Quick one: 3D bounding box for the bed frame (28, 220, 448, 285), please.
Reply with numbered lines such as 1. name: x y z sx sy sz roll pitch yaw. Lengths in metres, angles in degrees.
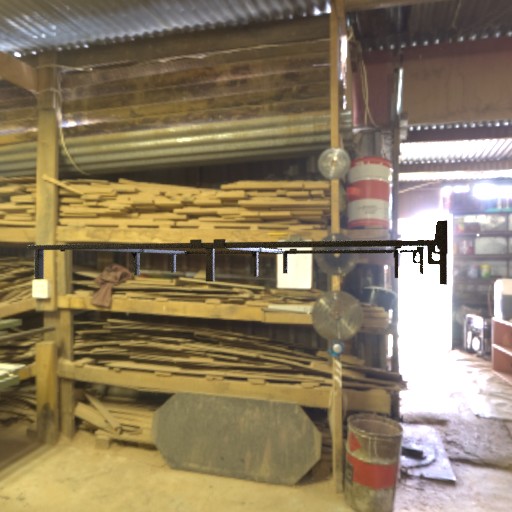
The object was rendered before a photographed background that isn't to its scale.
1. bed frame: 0.000 0.000 2.685 1.990 0.248 1.498 0 -1 17
